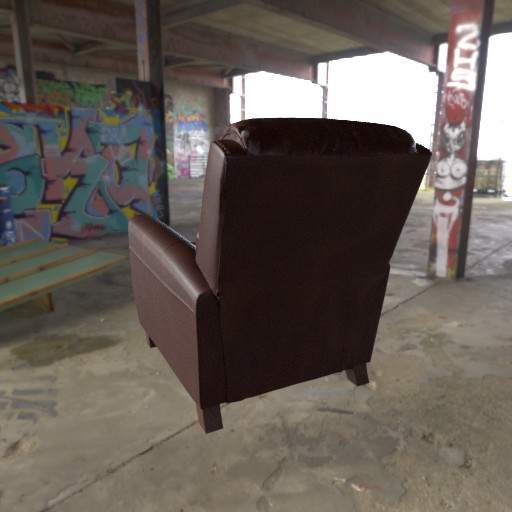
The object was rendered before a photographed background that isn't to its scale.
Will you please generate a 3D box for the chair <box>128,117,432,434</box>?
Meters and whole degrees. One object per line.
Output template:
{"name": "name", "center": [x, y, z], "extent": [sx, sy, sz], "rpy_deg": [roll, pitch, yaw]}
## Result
{"name": "chair", "center": [0.000, 0.000, 1.797], "extent": [0.826, 1.022, 1.089], "rpy_deg": [-7, 15, -27]}
